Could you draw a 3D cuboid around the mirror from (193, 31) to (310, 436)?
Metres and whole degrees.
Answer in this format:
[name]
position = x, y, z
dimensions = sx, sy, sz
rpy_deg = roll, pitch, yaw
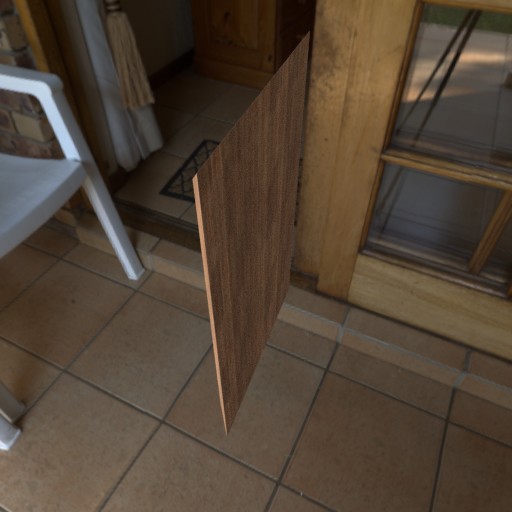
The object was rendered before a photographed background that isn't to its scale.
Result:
[mirror]
position = 0.000, 0.000, 1.267
dimensions = 0.047, 1.010, 0.651
rpy_deg = 15, 48, 14
